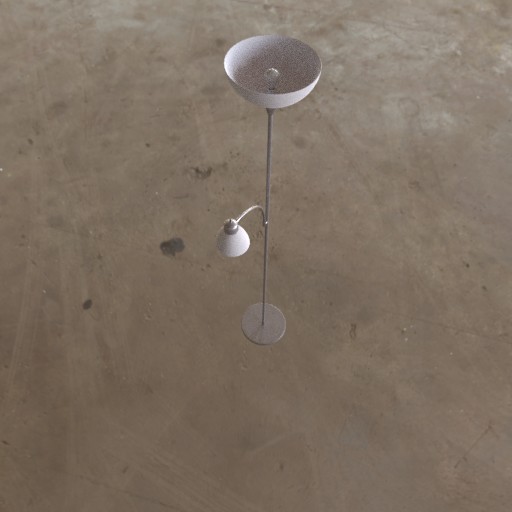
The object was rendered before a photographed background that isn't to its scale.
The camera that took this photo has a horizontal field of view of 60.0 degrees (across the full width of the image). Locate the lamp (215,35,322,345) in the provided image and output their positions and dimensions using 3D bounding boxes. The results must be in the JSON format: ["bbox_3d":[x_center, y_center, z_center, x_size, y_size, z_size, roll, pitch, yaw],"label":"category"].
[{"bbox_3d":[0.000,0.000,1.952,0.279,1.804,0.425,32,63,18],"label":"lamp"}]
